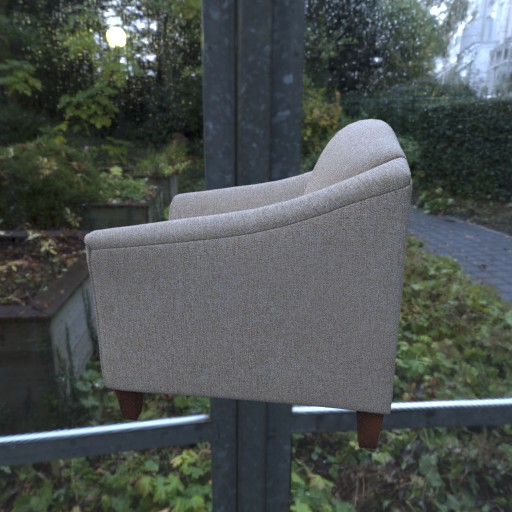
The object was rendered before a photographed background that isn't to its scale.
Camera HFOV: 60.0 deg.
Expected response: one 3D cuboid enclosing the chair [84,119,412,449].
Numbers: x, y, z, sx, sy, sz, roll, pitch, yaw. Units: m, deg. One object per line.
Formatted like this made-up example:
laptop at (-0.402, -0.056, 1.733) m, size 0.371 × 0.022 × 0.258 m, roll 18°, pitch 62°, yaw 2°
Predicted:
chair at (0.000, 0.000, 1.426) m, size 0.787 × 0.839 × 0.763 m, roll 2°, pitch 16°, yaw 8°
